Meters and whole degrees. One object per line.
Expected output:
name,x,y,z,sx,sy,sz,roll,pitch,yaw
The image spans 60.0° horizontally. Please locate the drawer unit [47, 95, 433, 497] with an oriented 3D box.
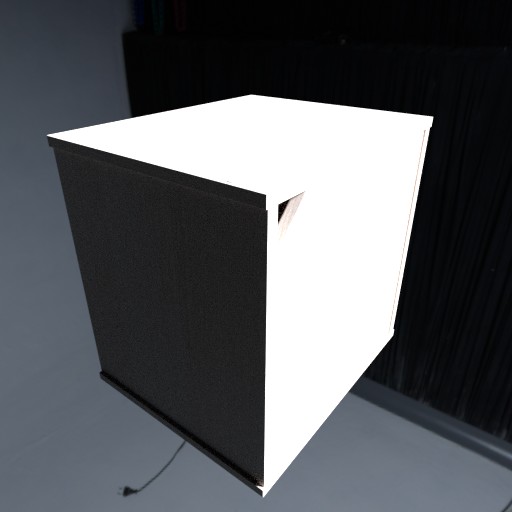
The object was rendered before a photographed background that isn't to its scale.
drawer unit,0.000,0.000,0.593,0.290,0.344,0.349,20,34,33
